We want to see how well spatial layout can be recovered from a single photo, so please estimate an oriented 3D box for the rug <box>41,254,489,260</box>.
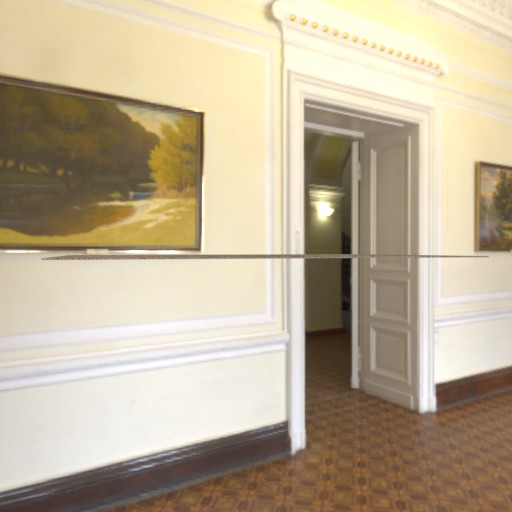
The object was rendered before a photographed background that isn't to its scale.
[{"bbox_3d":[0.000,0.000,2.978,2.427,0.007,1.515,0,1,-19],"label":"rug"}]
